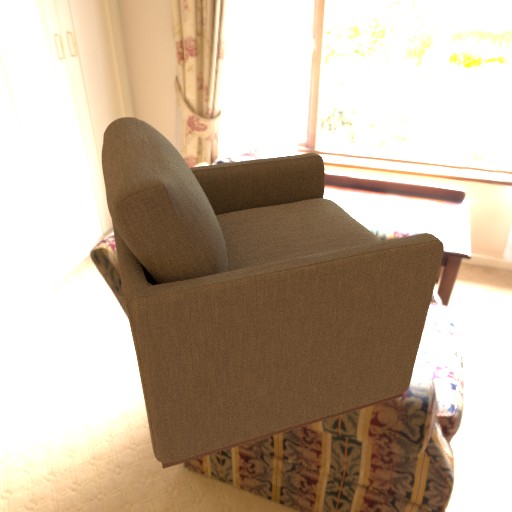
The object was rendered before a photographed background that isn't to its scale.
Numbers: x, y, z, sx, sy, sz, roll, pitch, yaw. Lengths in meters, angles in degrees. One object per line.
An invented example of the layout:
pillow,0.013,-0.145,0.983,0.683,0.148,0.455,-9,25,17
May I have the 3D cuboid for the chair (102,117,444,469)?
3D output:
chair,0.000,0.000,1.428,0.834,0.811,0.763,-10,33,-16
